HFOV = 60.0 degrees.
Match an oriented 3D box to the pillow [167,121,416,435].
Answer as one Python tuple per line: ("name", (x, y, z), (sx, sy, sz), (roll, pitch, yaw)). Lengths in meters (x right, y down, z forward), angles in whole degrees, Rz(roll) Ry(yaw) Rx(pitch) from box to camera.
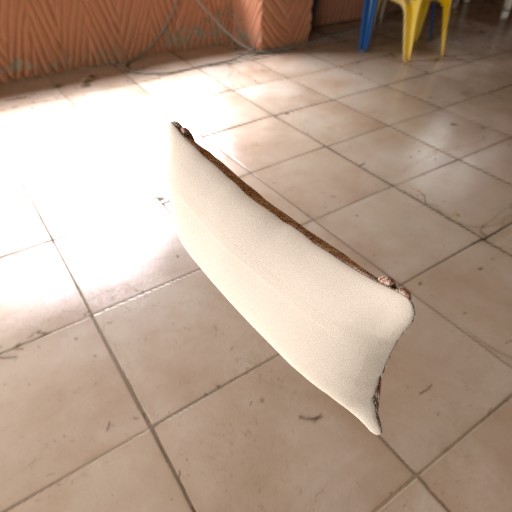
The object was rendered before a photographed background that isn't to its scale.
("pillow", (0.000, 0.000, 0.771), (0.139, 0.282, 0.635), (-24, 46, -26))
